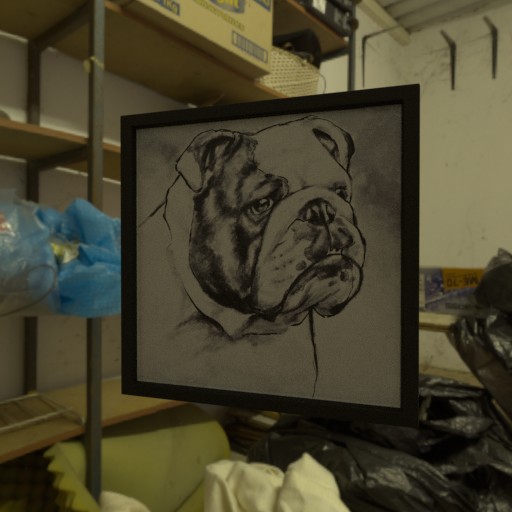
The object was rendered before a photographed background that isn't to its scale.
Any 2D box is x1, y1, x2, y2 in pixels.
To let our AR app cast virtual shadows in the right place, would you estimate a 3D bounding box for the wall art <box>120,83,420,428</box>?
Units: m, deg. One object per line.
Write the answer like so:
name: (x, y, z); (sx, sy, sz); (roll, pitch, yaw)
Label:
wall art: (0.000, 0.000, 0.660); (0.456, 0.453, 0.022); (0, 1, 18)
